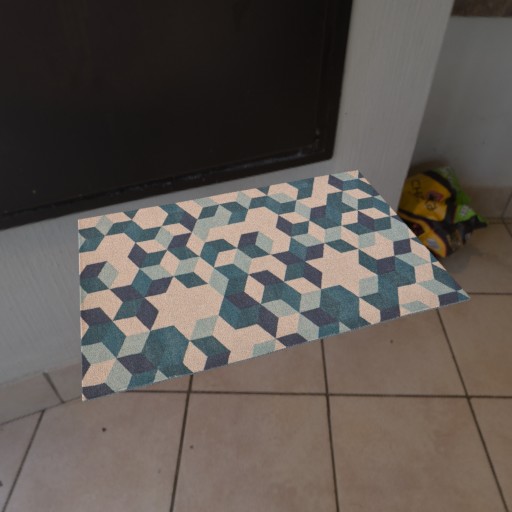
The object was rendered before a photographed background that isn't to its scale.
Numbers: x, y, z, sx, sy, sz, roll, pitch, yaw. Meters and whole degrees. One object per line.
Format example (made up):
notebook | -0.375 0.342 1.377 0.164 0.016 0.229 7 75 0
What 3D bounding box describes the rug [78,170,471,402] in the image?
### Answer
rug | 0.000 0.000 2.398 1.829 0.014 1.235 -12 44 -12
